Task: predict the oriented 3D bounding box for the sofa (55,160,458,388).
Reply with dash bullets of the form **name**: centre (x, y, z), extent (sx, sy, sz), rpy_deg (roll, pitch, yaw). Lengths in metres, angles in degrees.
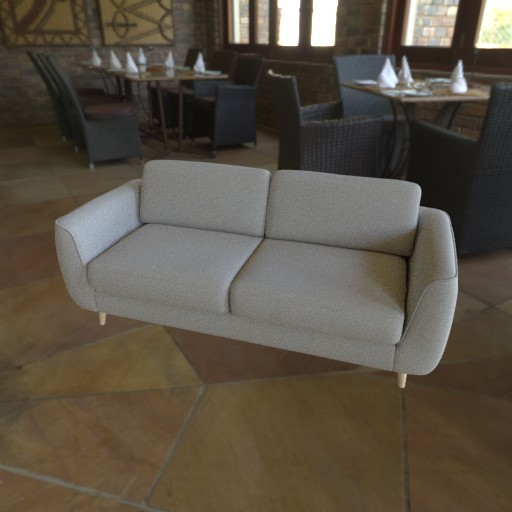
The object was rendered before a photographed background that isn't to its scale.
- **sofa**: centre (0.000, 0.000, 2.454), extent (2.000, 0.850, 0.920), rpy_deg (8, 27, 16)
